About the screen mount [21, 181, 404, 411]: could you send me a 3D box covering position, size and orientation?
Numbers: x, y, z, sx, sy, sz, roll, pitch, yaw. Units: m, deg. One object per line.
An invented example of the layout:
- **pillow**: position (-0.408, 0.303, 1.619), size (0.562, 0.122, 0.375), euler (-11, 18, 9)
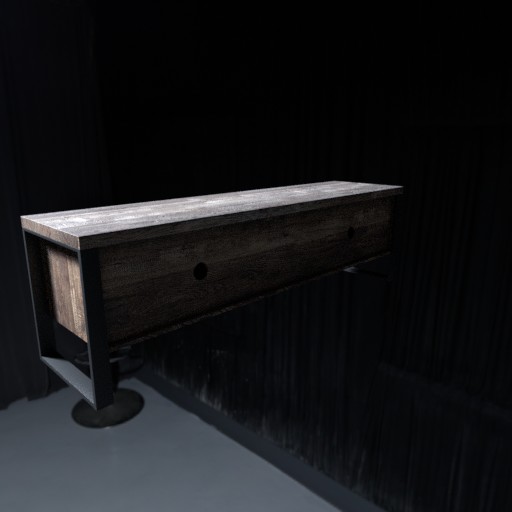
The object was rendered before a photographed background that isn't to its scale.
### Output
- **screen mount**: position (0.000, 0.000, 1.714), size (1.524, 0.450, 0.395), euler (-14, 21, -43)
